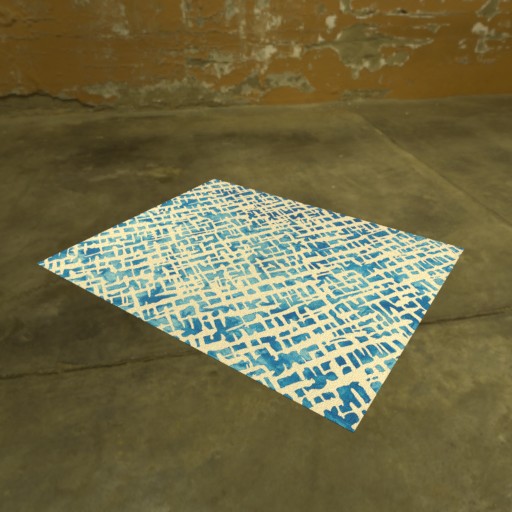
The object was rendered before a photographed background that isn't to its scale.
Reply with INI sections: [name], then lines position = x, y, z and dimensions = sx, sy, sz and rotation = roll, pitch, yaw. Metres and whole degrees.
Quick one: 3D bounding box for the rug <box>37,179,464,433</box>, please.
[rug]
position = 0.000, 0.000, 3.996
dimensions = 3.007, 0.007, 2.435
rotation = 20, 37, 30
